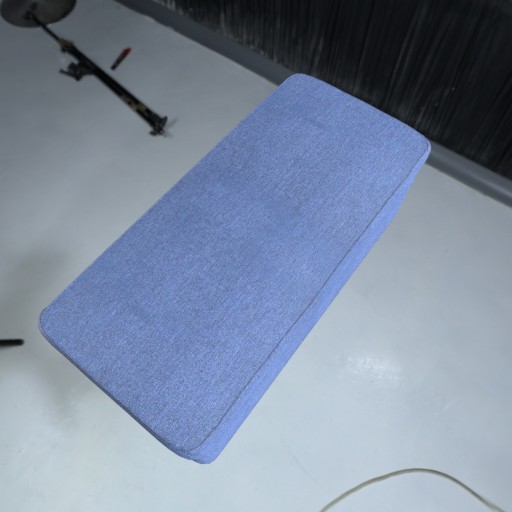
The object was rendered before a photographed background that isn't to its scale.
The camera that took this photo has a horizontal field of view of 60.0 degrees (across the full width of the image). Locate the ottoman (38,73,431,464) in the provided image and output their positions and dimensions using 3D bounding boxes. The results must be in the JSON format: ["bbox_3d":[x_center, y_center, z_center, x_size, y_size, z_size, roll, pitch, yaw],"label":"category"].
[{"bbox_3d":[0.000,0.000,1.352,0.515,0.460,1.110,34,67,16],"label":"ottoman"}]
